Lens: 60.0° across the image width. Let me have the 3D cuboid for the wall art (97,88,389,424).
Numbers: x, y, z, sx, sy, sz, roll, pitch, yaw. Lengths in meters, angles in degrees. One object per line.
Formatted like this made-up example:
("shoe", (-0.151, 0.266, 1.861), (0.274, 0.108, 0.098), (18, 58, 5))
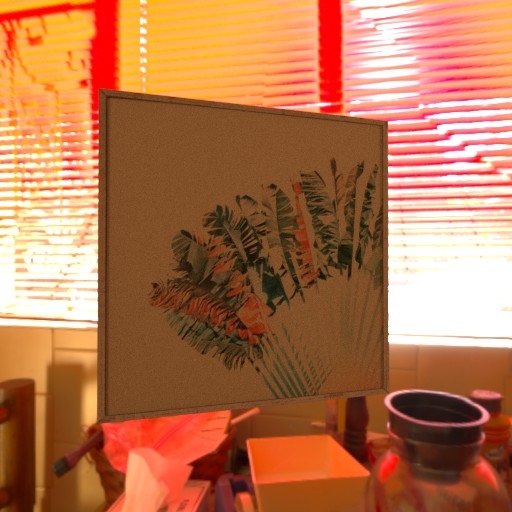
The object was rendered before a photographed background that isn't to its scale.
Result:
("wall art", (0.000, 0.000, 1.132), (0.760, 0.757, 0.038), (0, -1, -18))
